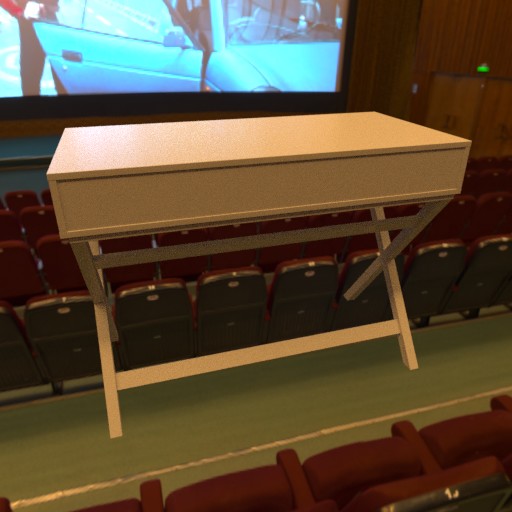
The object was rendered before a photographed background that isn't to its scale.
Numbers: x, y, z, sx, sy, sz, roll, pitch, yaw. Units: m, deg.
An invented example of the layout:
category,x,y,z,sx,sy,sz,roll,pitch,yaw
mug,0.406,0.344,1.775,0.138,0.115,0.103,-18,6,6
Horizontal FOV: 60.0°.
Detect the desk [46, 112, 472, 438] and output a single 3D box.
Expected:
category,x,y,z,sx,sy,sz,roll,pitch,yaw
desk,0.000,0.000,1.443,1.059,0.780,0.509,-8,28,-15
